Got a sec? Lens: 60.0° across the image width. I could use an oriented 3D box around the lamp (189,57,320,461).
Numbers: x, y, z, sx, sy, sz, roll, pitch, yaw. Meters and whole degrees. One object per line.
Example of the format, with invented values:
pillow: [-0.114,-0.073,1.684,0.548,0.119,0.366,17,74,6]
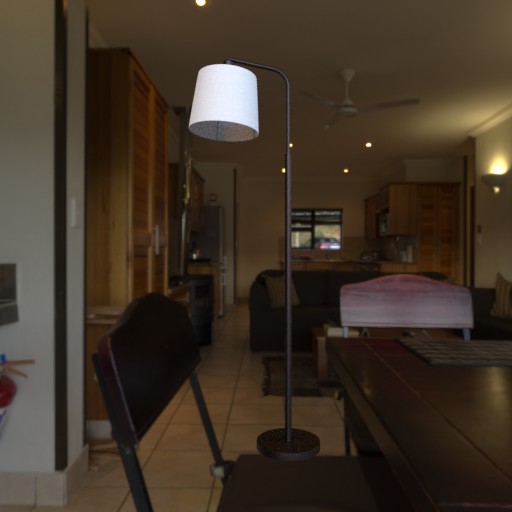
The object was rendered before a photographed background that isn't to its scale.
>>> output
lamp: [0.000,0.000,1.679,0.508,1.478,0.254,0,0,-17]
